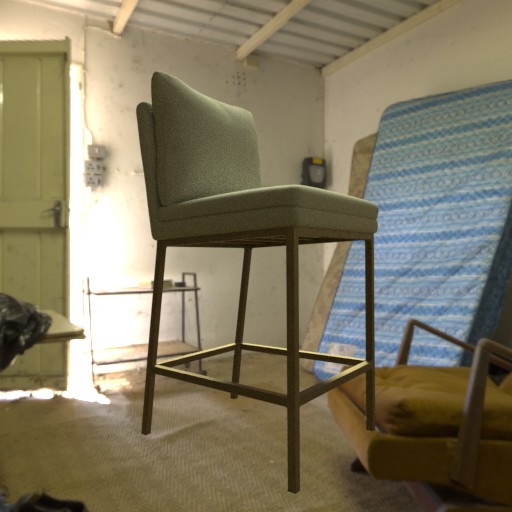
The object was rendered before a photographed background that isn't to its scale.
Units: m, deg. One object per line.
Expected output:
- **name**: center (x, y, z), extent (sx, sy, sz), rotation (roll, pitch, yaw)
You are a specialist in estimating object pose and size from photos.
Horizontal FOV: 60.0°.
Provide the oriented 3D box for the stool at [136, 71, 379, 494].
- **stool**: center (0.000, 0.000, 1.293), extent (0.572, 1.032, 0.463), rotation (0, 0, 37)
